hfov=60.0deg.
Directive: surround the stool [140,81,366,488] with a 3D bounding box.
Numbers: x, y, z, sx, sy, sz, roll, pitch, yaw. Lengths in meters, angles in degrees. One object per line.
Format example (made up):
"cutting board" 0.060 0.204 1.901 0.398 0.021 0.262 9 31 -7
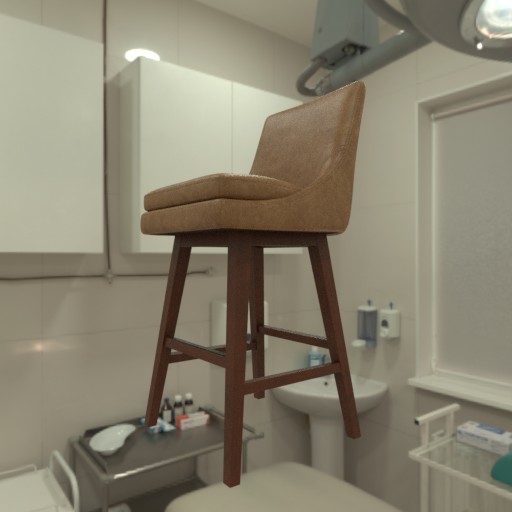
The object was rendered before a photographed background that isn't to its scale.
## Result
"stool" 0.000 0.000 1.383 0.572 1.079 0.487 0 0 -38
